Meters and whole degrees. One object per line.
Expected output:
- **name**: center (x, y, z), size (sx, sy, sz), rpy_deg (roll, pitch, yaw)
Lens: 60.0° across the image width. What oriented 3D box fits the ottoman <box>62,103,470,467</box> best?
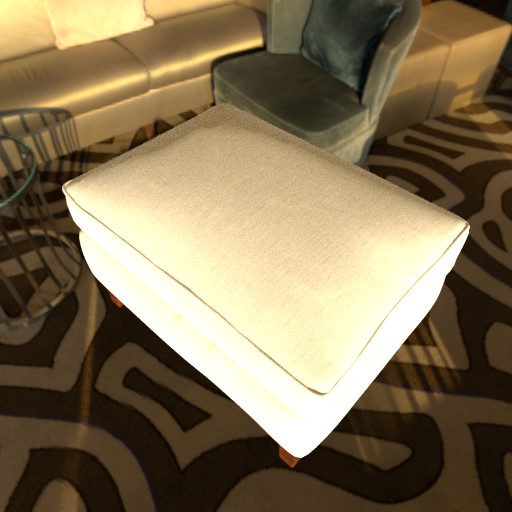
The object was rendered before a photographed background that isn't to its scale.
- **ottoman**: center (0.000, 0.000, 0.942), size (0.665, 0.406, 0.501), rpy_deg (34, 56, 27)
